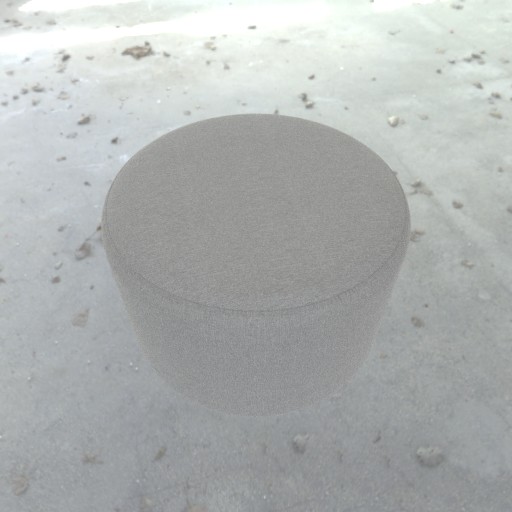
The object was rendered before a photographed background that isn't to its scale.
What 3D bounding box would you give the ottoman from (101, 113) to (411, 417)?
[{"bbox_3d":[0.000,0.000,1.004,0.608,0.433,0.608,0,47,0],"label":"ottoman"}]
